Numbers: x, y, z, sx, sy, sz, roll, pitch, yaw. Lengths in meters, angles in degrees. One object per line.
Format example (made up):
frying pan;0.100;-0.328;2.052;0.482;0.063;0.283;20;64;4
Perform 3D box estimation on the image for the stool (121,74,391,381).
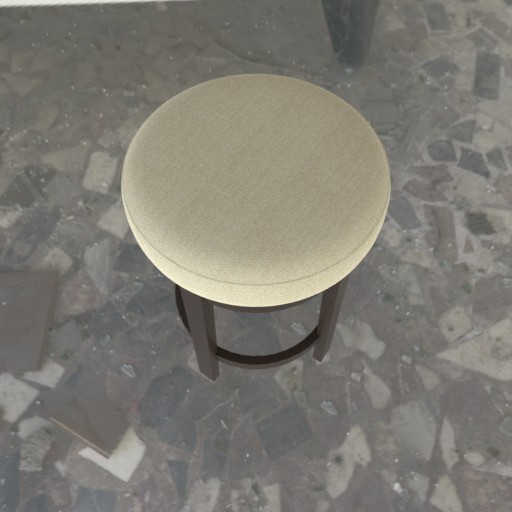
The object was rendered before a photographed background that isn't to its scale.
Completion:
stool;0.000;0.000;0.960;0.449;0.655;0.449;0;62;0
